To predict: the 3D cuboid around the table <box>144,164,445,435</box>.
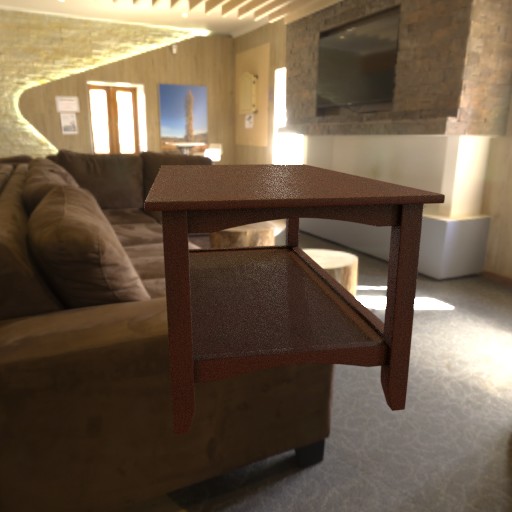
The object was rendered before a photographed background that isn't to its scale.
[{"bbox_3d":[0.000,0.000,1.265,0.533,0.456,0.943,-3,15,-10],"label":"table"}]
